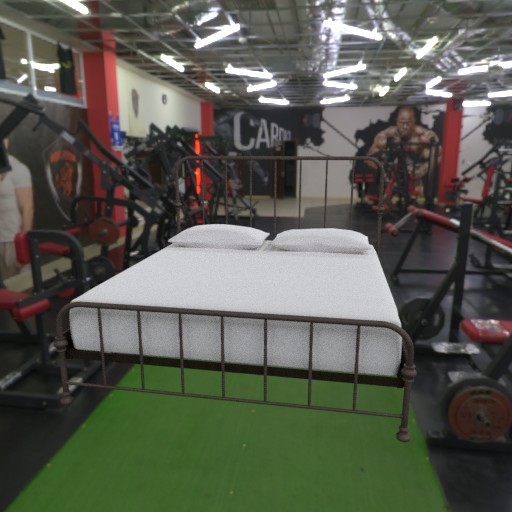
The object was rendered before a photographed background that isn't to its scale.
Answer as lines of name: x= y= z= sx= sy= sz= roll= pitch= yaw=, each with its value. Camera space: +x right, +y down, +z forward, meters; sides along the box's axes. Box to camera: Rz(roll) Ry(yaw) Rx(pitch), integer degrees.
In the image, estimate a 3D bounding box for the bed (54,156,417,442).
bed: x=0.000 y=0.000 z=3.351 sx=2.044 sy=1.446 sz=2.134 roll=2 pitch=14 yaw=10
